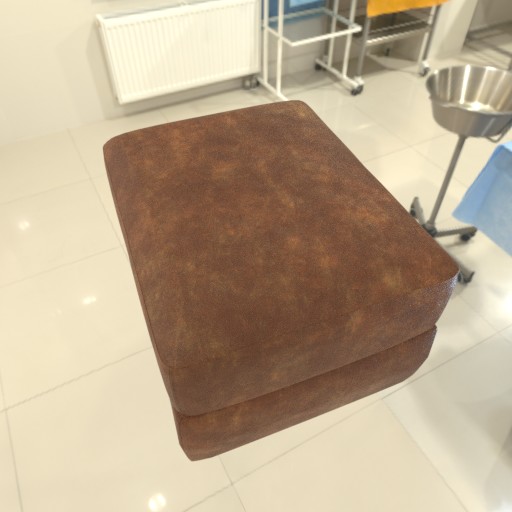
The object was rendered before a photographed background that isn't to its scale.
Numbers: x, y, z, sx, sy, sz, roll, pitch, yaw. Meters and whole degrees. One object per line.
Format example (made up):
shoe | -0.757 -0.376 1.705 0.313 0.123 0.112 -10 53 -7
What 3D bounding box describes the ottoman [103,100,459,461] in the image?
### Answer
ottoman | 0.000 0.000 1.122 0.603 0.476 0.751 -16 49 -14
